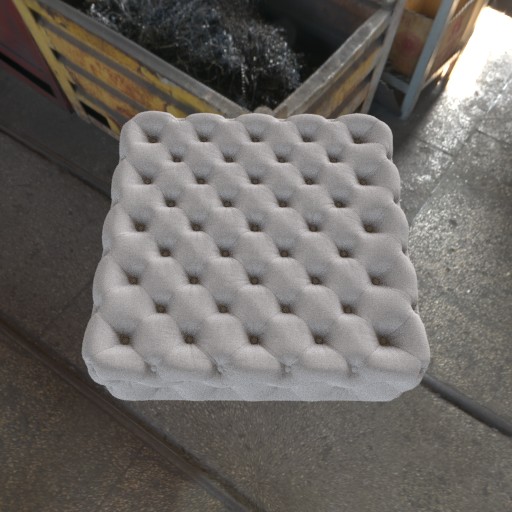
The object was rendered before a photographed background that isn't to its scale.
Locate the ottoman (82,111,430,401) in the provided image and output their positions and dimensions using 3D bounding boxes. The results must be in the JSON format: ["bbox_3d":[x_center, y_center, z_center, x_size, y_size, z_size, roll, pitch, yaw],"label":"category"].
[{"bbox_3d":[0.000,0.000,1.215,0.764,0.365,0.758,0,63,0],"label":"ottoman"}]
